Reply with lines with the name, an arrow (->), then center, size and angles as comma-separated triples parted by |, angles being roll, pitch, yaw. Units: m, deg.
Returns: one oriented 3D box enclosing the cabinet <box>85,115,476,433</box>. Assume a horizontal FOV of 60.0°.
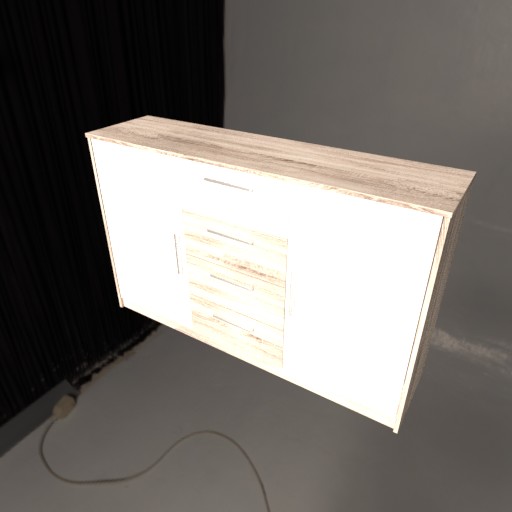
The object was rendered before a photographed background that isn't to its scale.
cabinet -> 0.000, 0.000, 1.859 | 1.450, 0.900, 0.380 | 18, 35, 27
